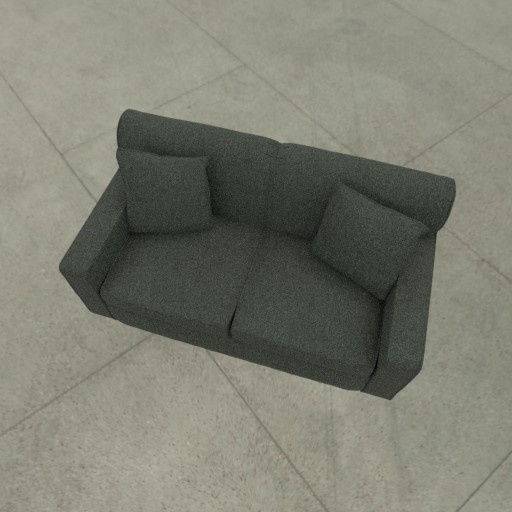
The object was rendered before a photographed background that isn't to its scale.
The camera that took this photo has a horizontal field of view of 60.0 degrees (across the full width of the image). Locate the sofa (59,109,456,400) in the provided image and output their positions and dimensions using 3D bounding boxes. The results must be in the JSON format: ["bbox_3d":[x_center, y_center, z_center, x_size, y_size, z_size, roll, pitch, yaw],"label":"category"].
[{"bbox_3d":[0.000,0.000,2.479,1.846,0.958,0.998,14,59,9],"label":"sofa"}]
